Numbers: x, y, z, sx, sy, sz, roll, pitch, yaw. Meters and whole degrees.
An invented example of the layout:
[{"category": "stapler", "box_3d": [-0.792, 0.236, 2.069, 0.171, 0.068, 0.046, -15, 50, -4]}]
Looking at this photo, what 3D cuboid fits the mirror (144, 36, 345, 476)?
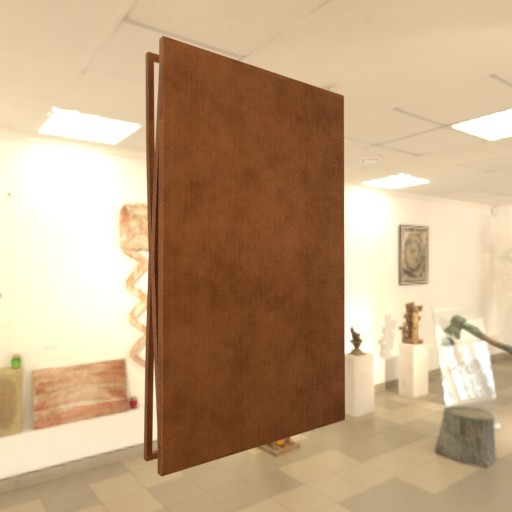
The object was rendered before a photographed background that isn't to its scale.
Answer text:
[{"category": "mirror", "box_3d": [0.000, 0.000, 0.942, 0.468, 0.768, 0.082, 1, -1, -37]}]
